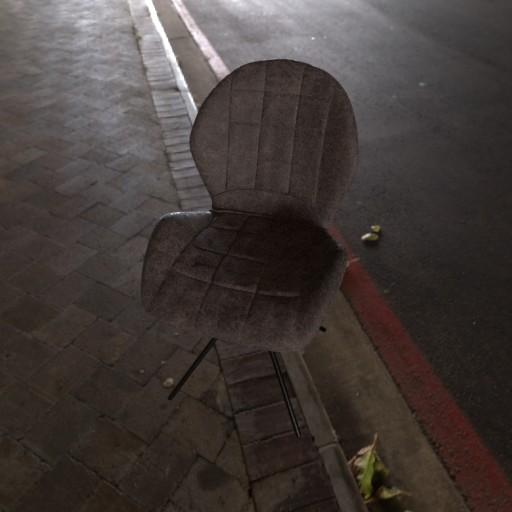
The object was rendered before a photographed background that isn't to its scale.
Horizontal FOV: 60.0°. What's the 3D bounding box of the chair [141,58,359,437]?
[{"bbox_3d":[0.000,0.000,1.301,0.527,0.934,0.640,11,42,13],"label":"chair"}]
